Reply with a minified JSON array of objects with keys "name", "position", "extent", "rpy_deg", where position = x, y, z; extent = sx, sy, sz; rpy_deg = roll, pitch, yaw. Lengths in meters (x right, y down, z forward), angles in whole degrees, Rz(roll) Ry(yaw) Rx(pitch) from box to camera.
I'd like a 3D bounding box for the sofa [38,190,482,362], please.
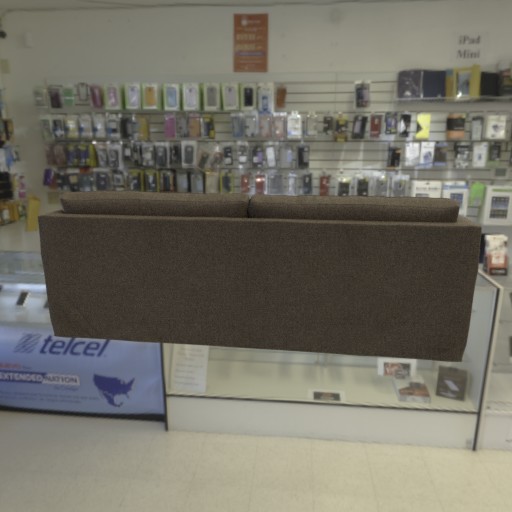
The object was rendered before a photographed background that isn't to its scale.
[{"name":"sofa","position":[0.000,0.000,3.260],"extent":[2.779,0.998,1.036],"rpy_deg":[2,15,8]}]
